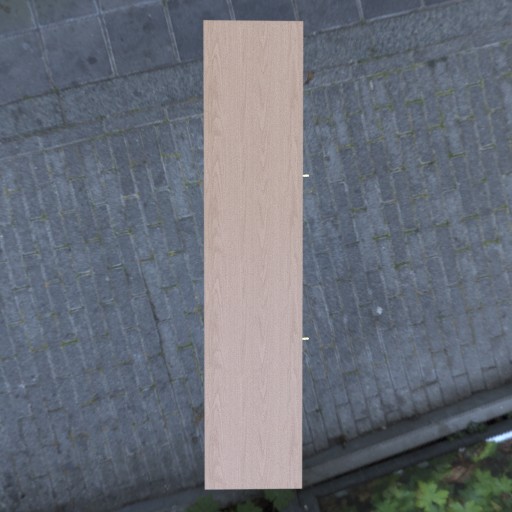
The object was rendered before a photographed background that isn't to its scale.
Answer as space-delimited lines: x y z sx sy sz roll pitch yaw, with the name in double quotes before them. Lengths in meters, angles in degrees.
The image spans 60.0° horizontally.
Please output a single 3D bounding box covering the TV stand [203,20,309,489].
"TV stand" 0.000 0.000 1.956 0.400 0.580 1.760 0 91 -1
